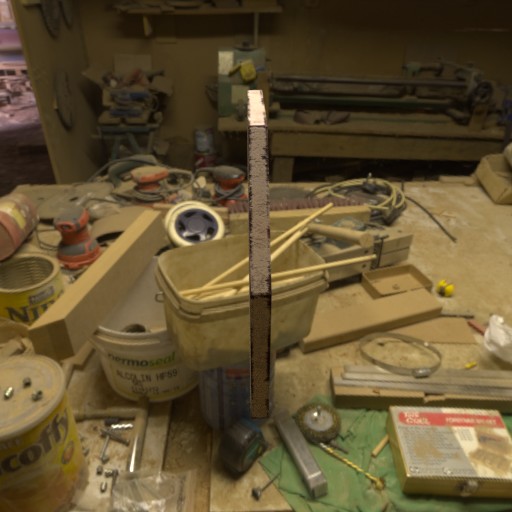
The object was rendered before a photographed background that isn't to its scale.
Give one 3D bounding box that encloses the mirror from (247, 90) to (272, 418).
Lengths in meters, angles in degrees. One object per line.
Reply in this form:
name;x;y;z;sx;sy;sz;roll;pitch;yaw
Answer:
mirror;0.000;0.000;0.980;0.031;0.648;0.648;-1;32;-1
